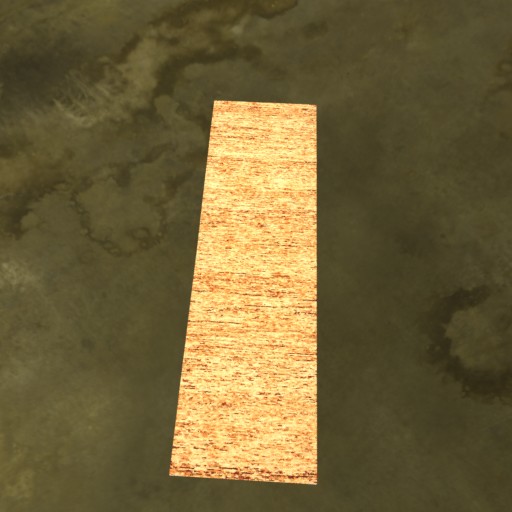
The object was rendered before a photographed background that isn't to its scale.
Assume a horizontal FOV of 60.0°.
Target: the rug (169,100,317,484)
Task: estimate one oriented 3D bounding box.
[{"bbox_3d":[0.000,0.000,2.477,0.680,0.014,2.237,3,65,1],"label":"rug"}]
